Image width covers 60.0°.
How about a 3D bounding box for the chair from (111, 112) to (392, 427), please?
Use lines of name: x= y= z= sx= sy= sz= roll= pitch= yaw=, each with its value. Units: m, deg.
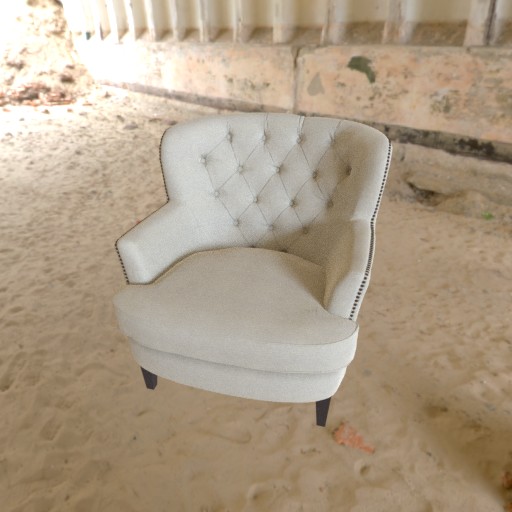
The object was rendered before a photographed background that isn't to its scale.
chair: x=0.000 y=0.000 z=1.602 sx=0.848 sy=0.868 sz=0.906 roll=7 pitch=28 yaw=14
